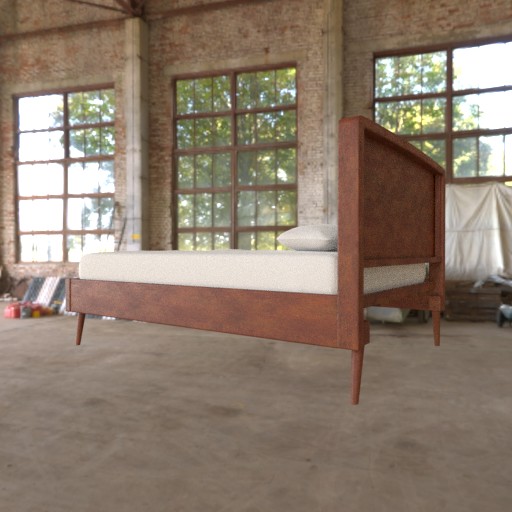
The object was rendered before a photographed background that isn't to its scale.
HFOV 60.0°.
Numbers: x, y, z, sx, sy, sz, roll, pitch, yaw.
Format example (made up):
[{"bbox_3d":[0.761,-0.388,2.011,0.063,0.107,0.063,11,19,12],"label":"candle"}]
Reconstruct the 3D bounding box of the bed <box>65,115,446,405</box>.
[{"bbox_3d":[0.000,0.000,3.161,2.196,1.275,1.587,0,1,35],"label":"bed"}]
